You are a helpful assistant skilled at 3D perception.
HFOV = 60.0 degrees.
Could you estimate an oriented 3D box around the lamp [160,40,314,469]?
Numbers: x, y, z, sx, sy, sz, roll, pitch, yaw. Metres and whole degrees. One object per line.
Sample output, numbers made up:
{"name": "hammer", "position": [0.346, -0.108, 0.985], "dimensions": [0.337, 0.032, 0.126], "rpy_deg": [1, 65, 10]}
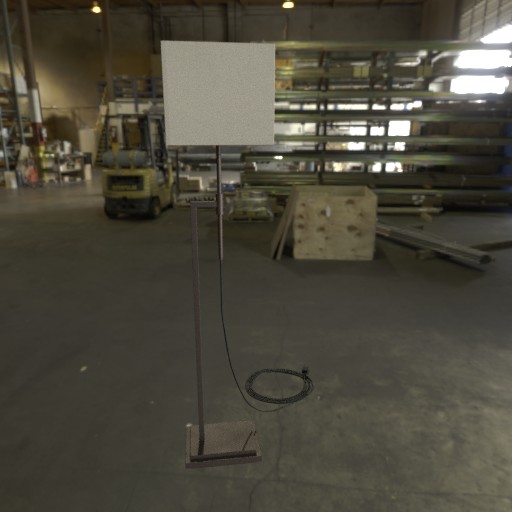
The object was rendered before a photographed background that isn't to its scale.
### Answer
{"name": "lamp", "position": [0.000, 0.000, 1.980], "dimensions": [0.698, 1.600, 0.774], "rpy_deg": [-2, 16, -8]}
